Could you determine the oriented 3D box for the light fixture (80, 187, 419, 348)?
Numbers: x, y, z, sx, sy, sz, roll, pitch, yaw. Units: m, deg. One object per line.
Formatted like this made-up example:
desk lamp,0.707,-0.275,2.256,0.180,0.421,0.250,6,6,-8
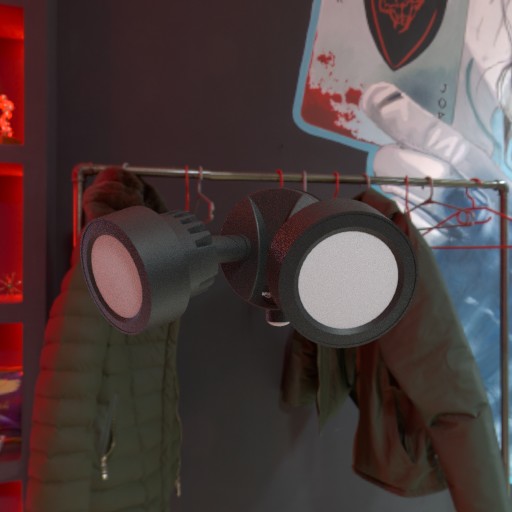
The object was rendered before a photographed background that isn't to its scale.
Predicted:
light fixture,0.000,0.000,0.315,0.213,0.120,0.168,0,0,17
